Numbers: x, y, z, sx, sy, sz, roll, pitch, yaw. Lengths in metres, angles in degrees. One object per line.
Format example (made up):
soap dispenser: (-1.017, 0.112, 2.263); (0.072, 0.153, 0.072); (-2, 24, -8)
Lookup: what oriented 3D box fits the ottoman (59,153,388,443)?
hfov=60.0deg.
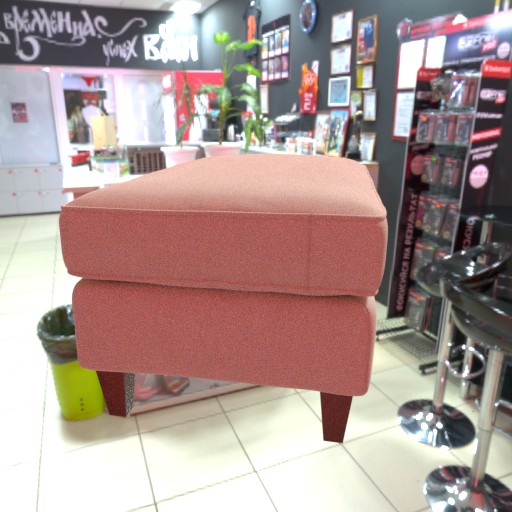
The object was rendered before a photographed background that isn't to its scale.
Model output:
ottoman: (0.000, 0.000, 1.172); (0.583, 0.484, 0.862); (3, 18, 10)
